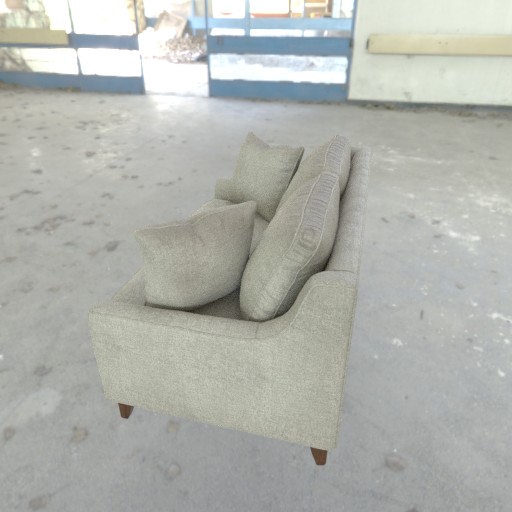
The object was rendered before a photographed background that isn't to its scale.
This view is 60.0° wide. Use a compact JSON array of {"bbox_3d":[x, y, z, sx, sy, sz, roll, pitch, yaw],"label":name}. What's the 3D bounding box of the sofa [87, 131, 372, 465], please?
[{"bbox_3d":[0.000,0.000,2.015,0.915,0.863,1.422,7,30,13],"label":"sofa"}]
